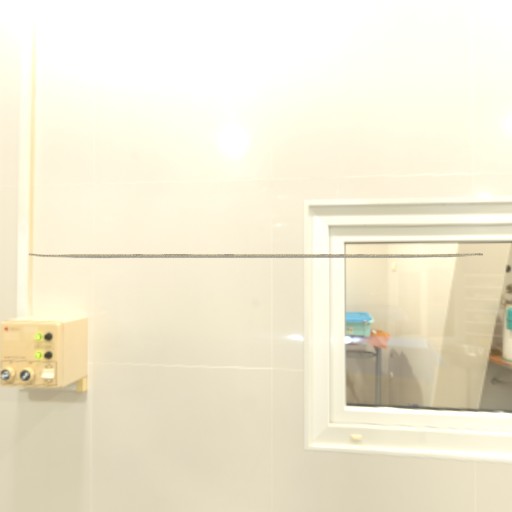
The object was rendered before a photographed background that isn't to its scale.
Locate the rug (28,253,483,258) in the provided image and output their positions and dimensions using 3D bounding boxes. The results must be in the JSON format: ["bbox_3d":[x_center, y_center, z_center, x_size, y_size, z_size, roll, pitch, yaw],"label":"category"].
[{"bbox_3d":[0.000,0.000,2.571,2.301,0.017,0.692,0,-1,0],"label":"rug"}]
